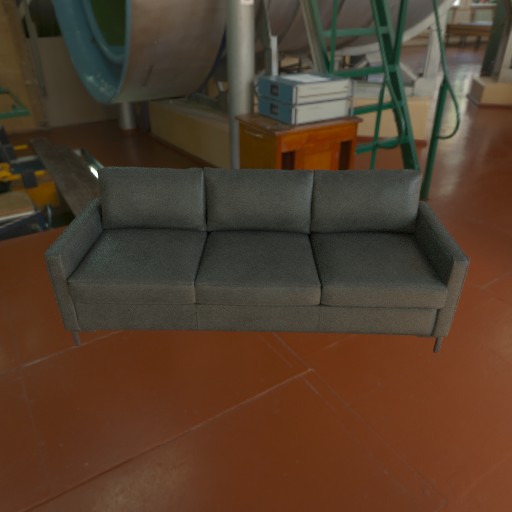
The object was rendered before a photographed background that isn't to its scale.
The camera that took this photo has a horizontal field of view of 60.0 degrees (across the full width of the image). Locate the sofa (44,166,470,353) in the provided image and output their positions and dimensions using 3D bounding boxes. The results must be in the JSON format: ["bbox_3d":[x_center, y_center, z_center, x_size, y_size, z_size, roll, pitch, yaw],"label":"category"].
[{"bbox_3d":[0.000,0.000,2.427,2.029,0.805,0.748,1,30,1],"label":"sofa"}]
